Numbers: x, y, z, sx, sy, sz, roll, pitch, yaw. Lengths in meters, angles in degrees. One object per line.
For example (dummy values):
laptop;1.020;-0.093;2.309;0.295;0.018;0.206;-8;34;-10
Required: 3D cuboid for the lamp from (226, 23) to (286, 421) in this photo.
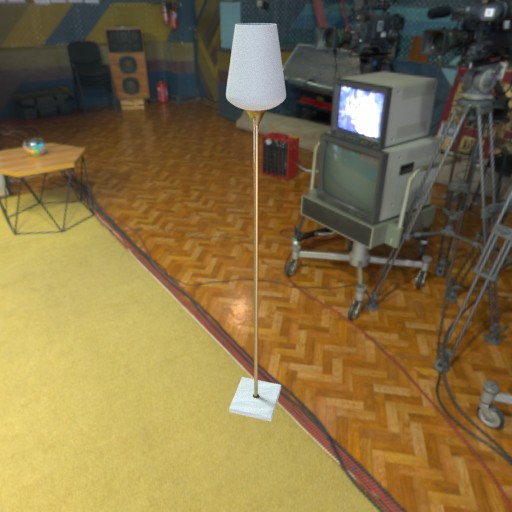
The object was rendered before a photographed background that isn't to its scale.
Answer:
lamp;0.000;0.000;1.955;0.229;1.813;0.232;8;31;13
